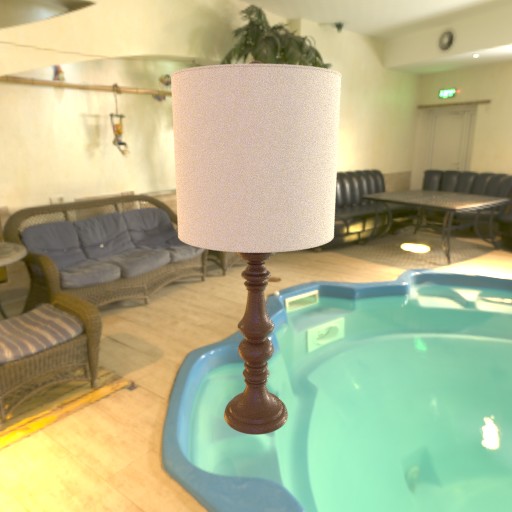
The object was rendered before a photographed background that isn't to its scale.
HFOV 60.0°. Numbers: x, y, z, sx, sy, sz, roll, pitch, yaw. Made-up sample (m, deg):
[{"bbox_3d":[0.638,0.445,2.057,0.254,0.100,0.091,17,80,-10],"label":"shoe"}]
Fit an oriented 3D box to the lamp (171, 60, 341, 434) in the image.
[{"bbox_3d":[0.000,0.000,0.732,0.250,0.597,0.250,14,20,43],"label":"lamp"}]
